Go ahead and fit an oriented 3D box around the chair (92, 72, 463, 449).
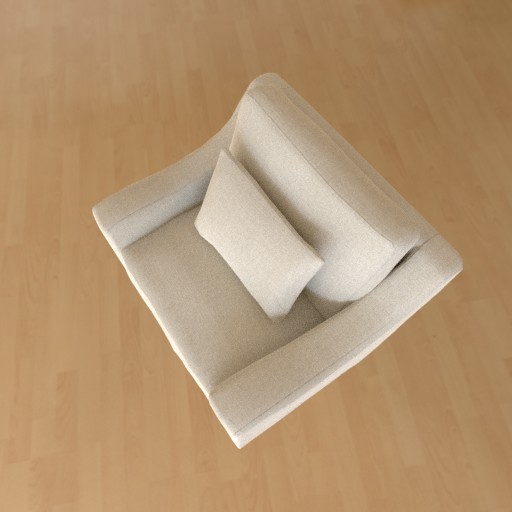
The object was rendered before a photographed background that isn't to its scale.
[{"bbox_3d":[0.000,0.000,1.934,1.009,1.016,1.178,-32,68,-15],"label":"chair"}]
